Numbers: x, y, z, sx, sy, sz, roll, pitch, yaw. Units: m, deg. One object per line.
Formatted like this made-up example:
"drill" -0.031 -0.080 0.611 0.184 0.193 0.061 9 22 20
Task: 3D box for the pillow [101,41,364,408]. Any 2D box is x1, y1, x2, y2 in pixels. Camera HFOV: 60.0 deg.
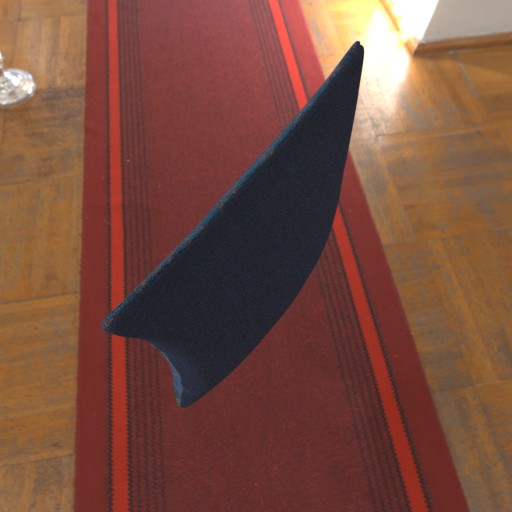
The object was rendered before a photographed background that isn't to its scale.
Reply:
"pillow" 0.000 0.000 0.629 0.141 0.431 0.431 33 67 15
